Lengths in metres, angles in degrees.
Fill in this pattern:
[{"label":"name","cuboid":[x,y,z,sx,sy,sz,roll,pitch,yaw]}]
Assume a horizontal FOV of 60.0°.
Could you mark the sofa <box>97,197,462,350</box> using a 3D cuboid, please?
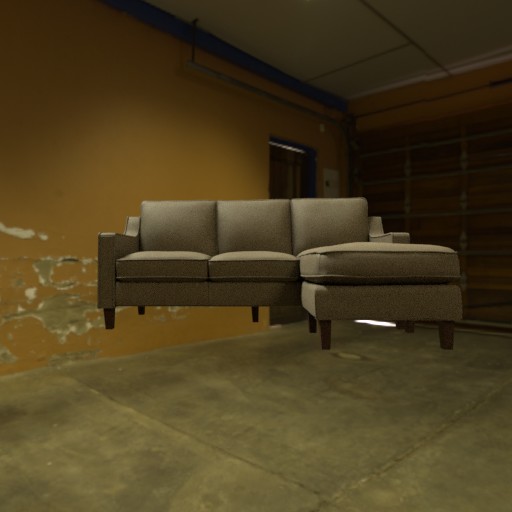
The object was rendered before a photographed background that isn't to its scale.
[{"label":"sofa","cuboid":[0.000,0.000,3.337,2.317,1.081,1.858,0,-1,0]}]
